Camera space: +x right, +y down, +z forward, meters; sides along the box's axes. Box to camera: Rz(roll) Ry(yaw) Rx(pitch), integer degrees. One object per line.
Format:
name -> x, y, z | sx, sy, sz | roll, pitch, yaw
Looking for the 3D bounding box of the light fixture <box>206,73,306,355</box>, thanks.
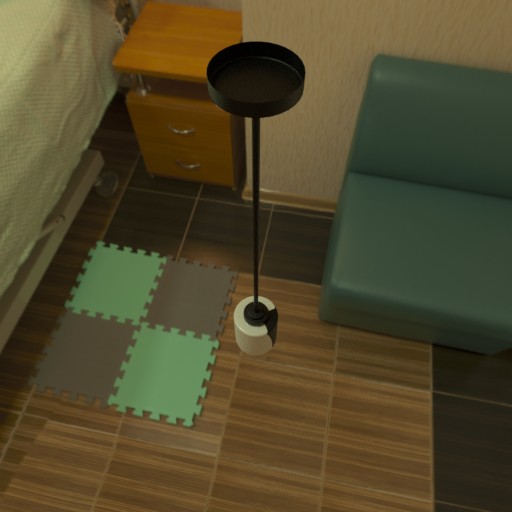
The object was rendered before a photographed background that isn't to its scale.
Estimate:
light fixture -> 0.000, 0.000, 0.916 | 0.123, 0.863, 0.123 | -15, 59, -10
